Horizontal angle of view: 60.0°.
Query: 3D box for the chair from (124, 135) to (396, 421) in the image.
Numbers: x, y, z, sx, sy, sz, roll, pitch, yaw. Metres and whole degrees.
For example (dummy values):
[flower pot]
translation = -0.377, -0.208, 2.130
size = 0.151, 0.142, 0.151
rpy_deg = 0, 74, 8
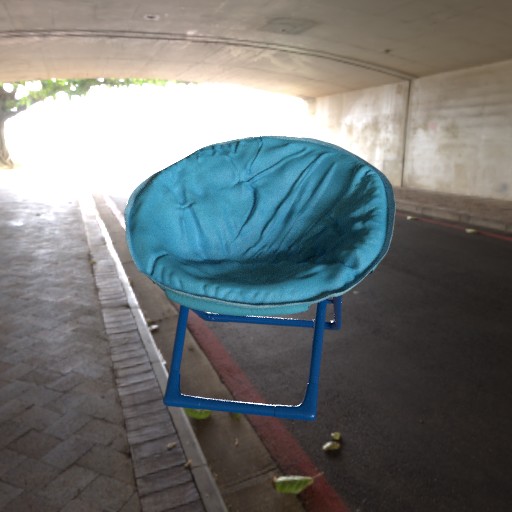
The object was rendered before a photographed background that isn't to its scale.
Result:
[chair]
translation = 0.000, 0.000, 0.895
size = 0.520, 0.478, 0.465
rpy_deg = 3, 15, 10
